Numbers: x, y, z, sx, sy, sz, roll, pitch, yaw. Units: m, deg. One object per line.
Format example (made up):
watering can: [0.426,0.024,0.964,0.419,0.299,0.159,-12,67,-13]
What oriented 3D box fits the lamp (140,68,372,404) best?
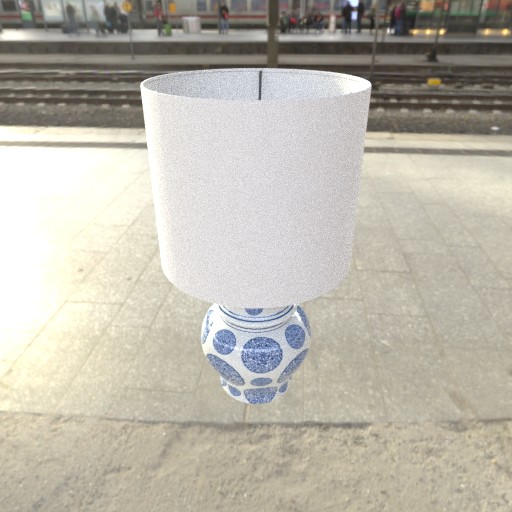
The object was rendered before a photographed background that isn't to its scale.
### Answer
lamp: [0.000,0.000,0.514,0.215,0.381,0.215,1,29,3]
